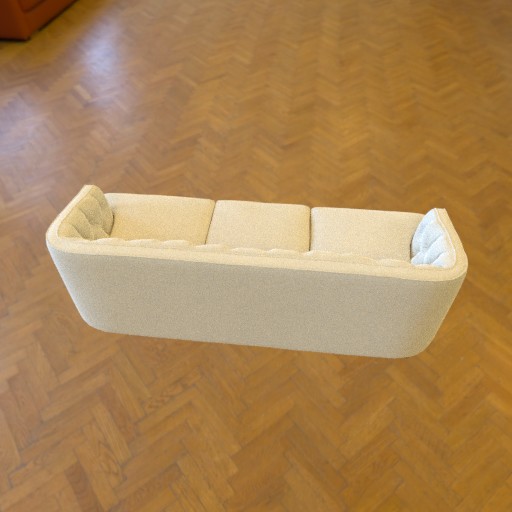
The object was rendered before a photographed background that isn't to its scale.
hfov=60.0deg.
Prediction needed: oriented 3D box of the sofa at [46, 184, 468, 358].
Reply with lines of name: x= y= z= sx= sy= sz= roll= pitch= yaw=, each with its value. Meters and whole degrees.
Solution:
sofa: x=0.000 y=0.000 z=2.755 sx=2.278 sy=0.855 sz=0.941 roll=4 pitch=47 yaw=4
